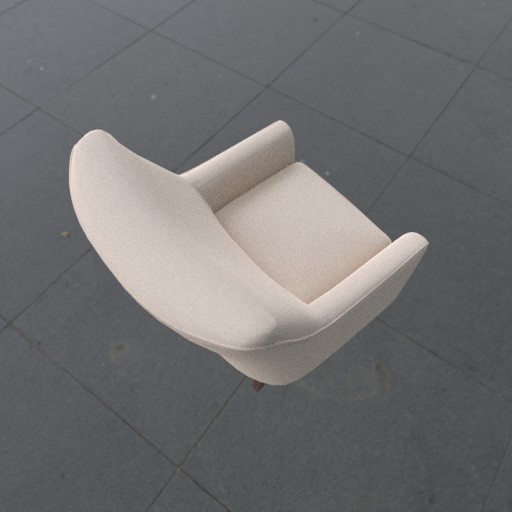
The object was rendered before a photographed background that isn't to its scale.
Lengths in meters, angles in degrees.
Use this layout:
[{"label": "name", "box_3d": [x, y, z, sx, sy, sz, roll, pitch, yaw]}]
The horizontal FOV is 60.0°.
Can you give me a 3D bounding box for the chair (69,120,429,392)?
[{"label": "chair", "box_3d": [0.000, 0.000, 1.508, 0.879, 0.916, 0.756, -35, 65, -19]}]
